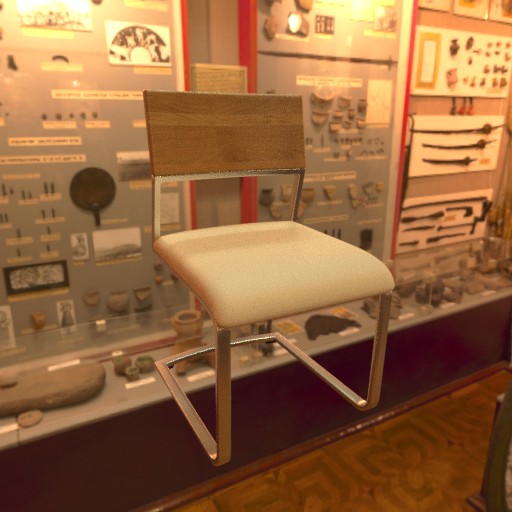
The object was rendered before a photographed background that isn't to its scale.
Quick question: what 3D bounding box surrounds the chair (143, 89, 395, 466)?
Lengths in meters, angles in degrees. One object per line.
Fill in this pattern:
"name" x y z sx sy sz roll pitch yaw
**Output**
"chair" 0.000 0.000 1.191 0.467 0.844 0.585 -9 19 -27
